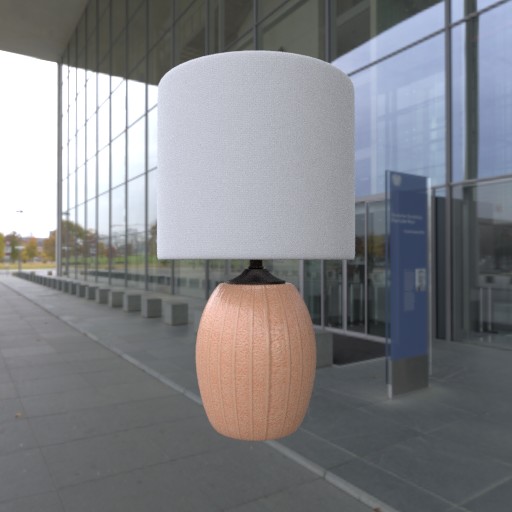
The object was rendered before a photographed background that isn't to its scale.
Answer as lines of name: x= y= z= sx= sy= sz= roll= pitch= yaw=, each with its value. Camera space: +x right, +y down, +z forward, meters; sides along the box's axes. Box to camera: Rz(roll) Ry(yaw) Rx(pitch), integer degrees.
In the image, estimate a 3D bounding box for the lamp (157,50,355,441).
lamp: x=0.000 y=0.000 z=0.754 sx=0.329 sy=0.570 sz=0.329 roll=0 pitch=-1 yaw=0
